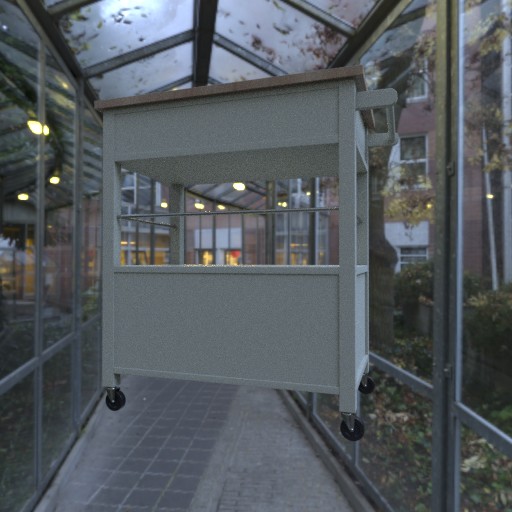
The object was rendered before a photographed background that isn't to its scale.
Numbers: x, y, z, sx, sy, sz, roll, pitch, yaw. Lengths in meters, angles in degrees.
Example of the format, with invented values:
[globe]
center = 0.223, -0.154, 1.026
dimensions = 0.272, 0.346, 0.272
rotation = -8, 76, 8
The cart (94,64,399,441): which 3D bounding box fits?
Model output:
[cart]
center = 0.000, 0.000, 1.370
dimensions = 0.840, 0.901, 0.459
rotation = 0, -1, 18
